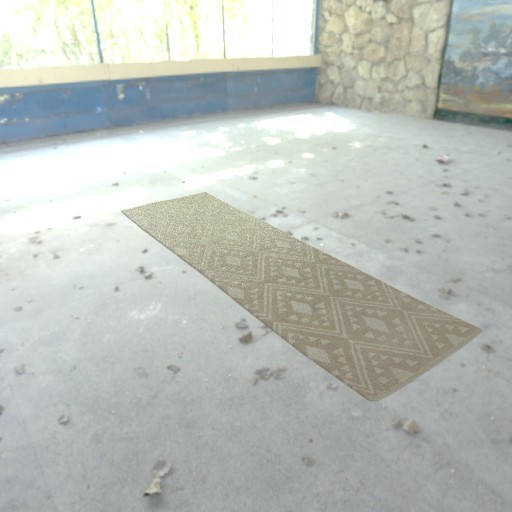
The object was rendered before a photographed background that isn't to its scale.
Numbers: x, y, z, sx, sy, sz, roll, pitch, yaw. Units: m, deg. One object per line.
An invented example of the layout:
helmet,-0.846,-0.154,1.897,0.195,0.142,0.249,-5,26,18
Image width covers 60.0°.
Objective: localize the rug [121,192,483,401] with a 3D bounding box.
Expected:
rug,0.000,0.000,2.688,0.752,0.051,2.452,-18,32,-32
